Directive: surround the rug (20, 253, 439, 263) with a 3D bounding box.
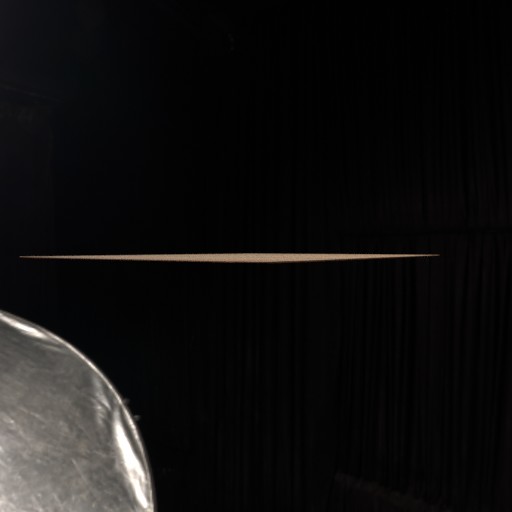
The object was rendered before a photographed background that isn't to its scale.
[{"bbox_3d":[0.000,0.000,4.027,2.436,0.011,3.045,1,1,36],"label":"rug"}]
